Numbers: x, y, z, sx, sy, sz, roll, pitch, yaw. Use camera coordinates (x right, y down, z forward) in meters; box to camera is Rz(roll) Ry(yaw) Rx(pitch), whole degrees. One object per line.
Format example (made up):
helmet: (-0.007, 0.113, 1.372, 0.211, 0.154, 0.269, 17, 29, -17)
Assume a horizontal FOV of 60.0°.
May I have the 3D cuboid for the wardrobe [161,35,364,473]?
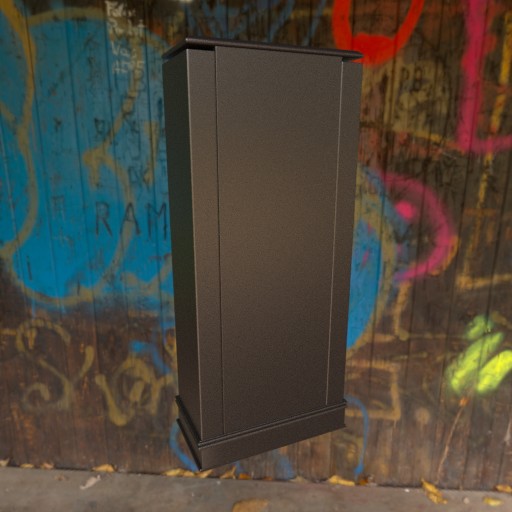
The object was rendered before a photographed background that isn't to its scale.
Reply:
wardrobe: (0.000, 0.000, 1.202, 0.444, 1.011, 0.295, -7, 16, -23)
